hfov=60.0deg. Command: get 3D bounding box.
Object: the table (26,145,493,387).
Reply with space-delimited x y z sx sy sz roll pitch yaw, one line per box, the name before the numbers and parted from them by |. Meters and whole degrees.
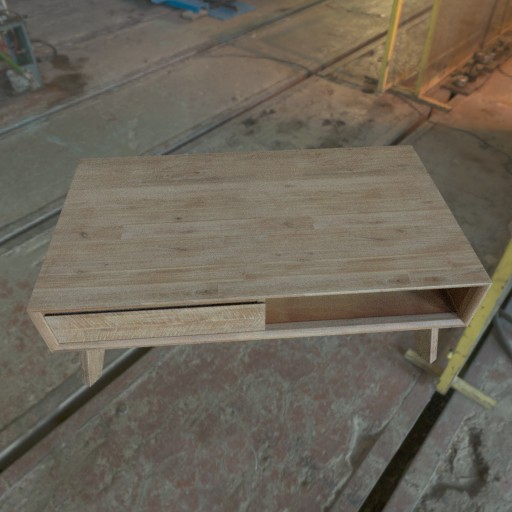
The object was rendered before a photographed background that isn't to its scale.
table | 0.000 0.000 2.036 1.619 0.531 0.918 -3 46 -3
